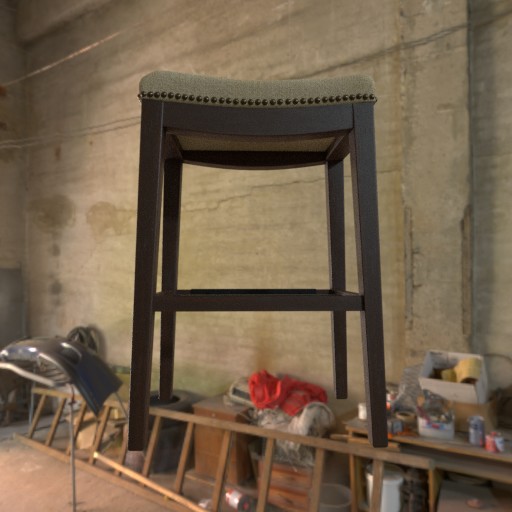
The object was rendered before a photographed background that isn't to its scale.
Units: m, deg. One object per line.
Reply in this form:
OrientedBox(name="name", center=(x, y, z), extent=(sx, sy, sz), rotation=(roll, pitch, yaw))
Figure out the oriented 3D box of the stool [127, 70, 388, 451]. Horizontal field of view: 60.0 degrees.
OrientedBox(name="stool", center=(0.000, 0.000, 1.056), extent=(0.509, 0.768, 0.363), rotation=(0, -2, -2))
